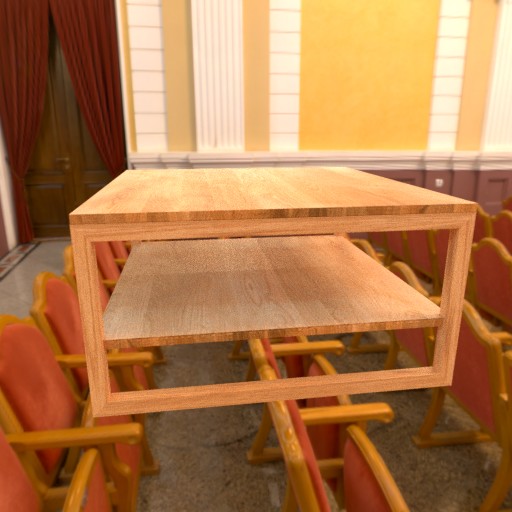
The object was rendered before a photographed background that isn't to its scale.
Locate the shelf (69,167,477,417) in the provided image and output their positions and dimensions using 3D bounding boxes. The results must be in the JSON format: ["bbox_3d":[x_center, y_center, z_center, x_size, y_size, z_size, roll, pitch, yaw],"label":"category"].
[{"bbox_3d":[0.000,0.000,1.451,0.899,0.480,0.899,-2,17,-8],"label":"shelf"}]
